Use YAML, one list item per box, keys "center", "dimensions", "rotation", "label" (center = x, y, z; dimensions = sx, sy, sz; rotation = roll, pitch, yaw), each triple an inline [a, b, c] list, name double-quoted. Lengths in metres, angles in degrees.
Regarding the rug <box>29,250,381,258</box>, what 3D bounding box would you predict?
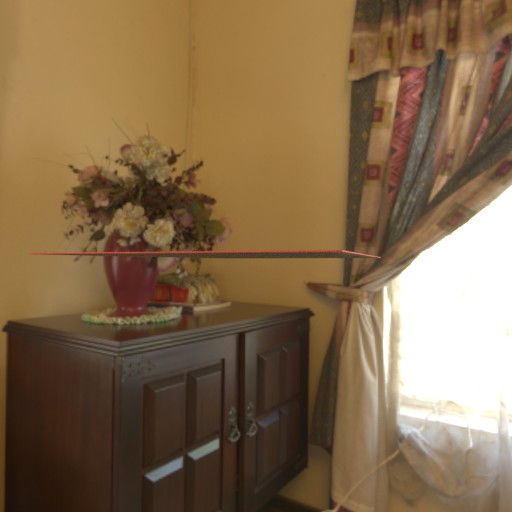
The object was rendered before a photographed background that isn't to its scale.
- center: [0.000, 0.000, 3.084]
  dimensions: [1.534, 0.010, 2.423]
  rotation: [0, -1, 19]
  label: "rug"
